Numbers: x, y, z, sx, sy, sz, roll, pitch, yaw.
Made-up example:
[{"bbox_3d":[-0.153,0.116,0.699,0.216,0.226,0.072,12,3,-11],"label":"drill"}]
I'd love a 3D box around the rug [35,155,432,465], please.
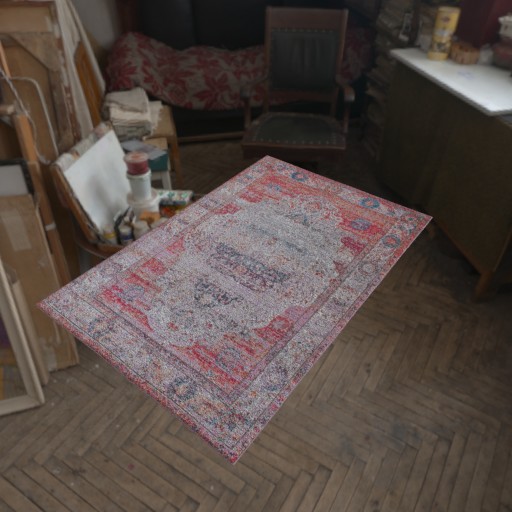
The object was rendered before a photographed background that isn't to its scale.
[{"bbox_3d":[0.000,0.000,2.348,1.219,0.006,1.829,27,48,27],"label":"rug"}]
